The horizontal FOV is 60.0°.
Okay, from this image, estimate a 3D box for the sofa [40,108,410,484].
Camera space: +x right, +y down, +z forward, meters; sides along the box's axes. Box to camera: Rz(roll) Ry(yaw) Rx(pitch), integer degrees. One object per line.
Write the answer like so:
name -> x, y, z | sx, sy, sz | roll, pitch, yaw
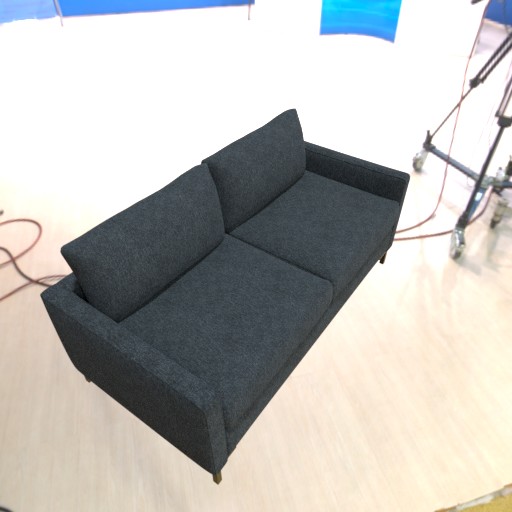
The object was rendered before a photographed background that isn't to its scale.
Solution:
sofa -> 0.000, 0.000, 2.156 | 0.866, 0.862, 1.716 | 26, 47, 26
